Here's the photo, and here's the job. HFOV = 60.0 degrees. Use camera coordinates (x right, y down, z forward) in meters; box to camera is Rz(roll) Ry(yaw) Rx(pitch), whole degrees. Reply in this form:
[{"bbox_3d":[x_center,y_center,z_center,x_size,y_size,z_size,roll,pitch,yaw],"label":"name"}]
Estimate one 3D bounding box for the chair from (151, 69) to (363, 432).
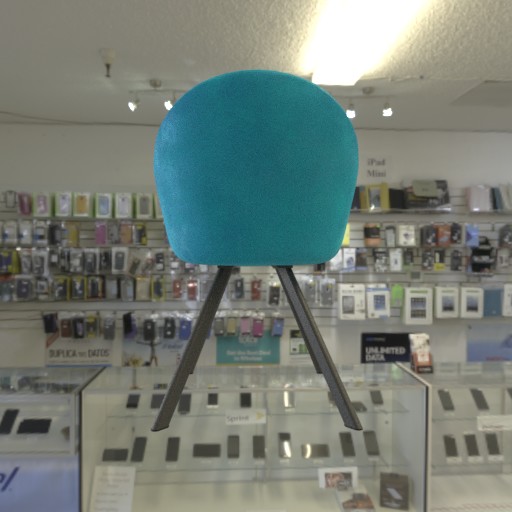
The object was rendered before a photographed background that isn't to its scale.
[{"bbox_3d":[0.000,0.000,1.214,0.550,0.795,0.590,0,1,-1],"label":"chair"}]
